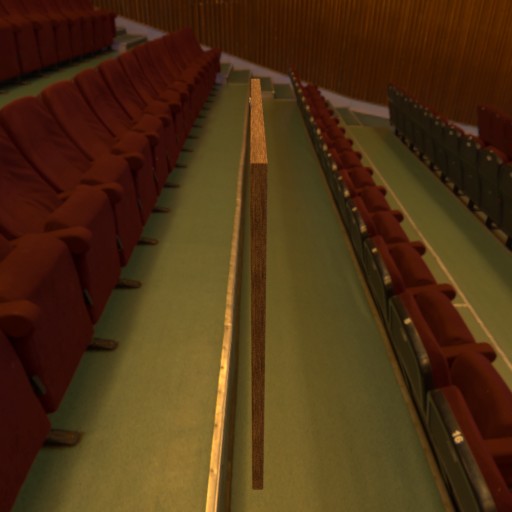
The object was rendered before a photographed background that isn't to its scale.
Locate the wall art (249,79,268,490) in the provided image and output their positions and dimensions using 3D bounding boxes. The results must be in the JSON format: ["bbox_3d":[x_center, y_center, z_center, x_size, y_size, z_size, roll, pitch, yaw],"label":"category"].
[{"bbox_3d":[0.000,0.000,0.836,0.021,0.576,0.561,0,30,0],"label":"wall art"}]
